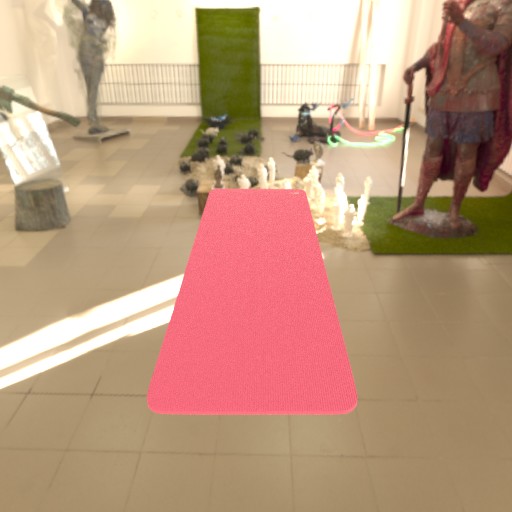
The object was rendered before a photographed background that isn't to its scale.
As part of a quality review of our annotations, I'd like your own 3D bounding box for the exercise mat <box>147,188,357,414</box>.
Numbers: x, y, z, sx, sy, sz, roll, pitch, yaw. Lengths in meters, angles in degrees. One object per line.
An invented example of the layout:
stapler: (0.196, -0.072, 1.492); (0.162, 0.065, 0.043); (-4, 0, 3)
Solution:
exercise mat: (0.000, 0.000, 2.076); (0.616, 0.021, 1.884); (0, 28, 1)
